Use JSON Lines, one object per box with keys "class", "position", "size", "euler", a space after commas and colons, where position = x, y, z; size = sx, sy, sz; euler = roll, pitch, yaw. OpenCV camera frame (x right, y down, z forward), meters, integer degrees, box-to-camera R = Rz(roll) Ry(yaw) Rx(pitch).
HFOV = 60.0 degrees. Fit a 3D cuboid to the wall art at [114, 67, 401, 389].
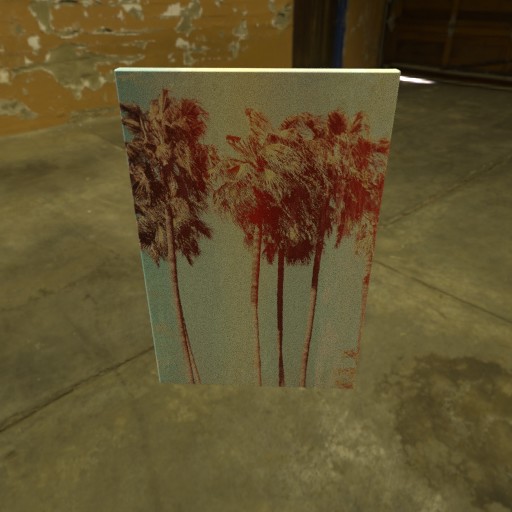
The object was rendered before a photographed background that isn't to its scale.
{"class": "wall art", "position": [0.000, 0.000, 1.170], "size": [0.605, 0.915, 0.037], "euler": [1, 30, 2]}
